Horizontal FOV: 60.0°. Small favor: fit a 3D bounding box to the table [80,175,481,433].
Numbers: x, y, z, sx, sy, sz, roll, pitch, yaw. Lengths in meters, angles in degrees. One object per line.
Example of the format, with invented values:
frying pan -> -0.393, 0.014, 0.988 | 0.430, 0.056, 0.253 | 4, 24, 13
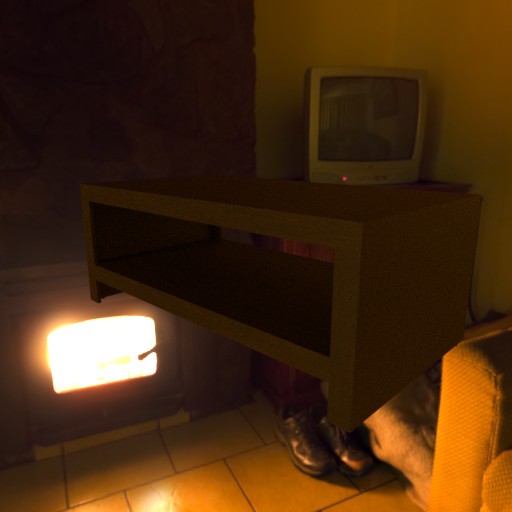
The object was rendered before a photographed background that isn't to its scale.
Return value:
table -> 0.000, 0.000, 1.400 | 1.099, 0.424, 0.597 | 14, 20, 43
